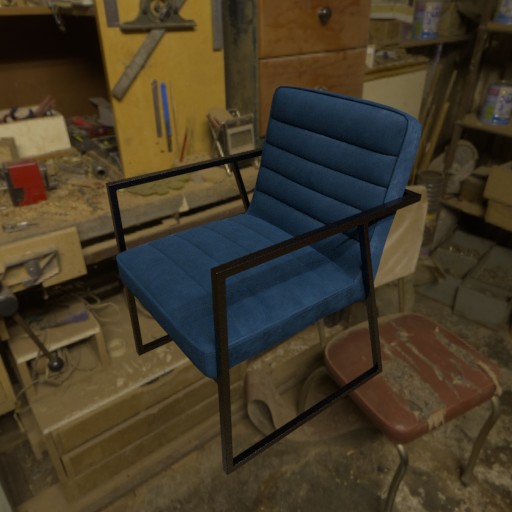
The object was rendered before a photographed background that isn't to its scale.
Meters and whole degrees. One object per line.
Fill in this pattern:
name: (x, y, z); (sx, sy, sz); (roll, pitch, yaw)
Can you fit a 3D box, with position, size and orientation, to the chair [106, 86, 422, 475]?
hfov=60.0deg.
chair: (0.000, 0.000, 1.285); (0.677, 0.833, 0.571); (-21, 36, -31)
